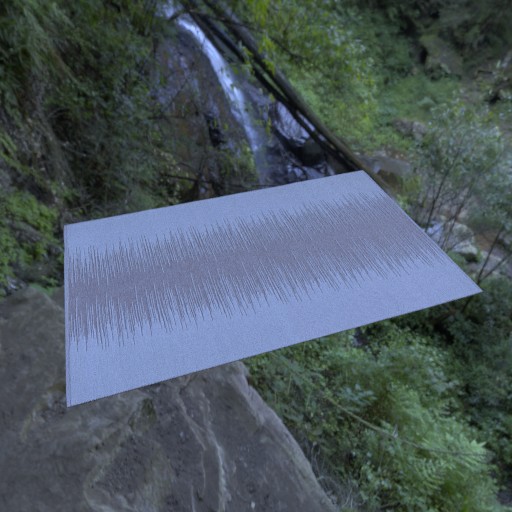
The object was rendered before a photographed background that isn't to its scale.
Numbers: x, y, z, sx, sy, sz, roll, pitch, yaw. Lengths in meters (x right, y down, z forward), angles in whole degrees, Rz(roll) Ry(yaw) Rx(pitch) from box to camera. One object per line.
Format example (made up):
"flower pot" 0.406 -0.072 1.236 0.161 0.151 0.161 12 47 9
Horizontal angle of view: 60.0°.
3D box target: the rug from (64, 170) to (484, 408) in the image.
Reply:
"rug" 0.000 0.000 2.967 2.440 0.012 1.522 -13 43 -14
